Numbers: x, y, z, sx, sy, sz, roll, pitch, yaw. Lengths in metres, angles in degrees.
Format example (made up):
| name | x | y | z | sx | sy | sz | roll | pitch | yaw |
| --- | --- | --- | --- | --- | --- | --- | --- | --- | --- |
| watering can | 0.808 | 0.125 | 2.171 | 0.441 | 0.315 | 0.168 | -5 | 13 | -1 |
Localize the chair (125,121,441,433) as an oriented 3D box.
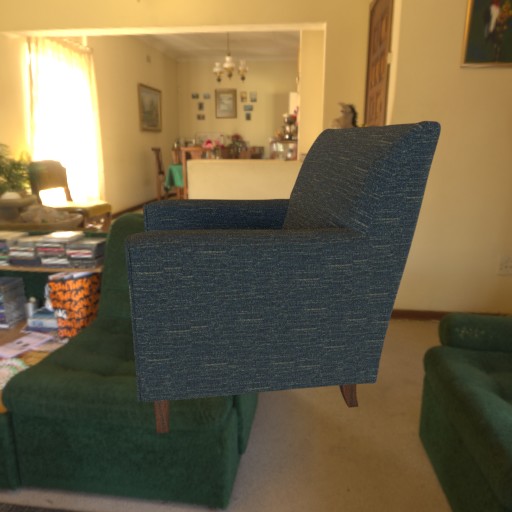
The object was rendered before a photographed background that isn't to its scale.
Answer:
| name | x | y | z | sx | sy | sz | roll | pitch | yaw |
| --- | --- | --- | --- | --- | --- | --- | --- | --- | --- |
| chair | 0.000 | 0.000 | 1.637 | 0.873 | 0.928 | 0.864 | -2 | 15 | -9 |
